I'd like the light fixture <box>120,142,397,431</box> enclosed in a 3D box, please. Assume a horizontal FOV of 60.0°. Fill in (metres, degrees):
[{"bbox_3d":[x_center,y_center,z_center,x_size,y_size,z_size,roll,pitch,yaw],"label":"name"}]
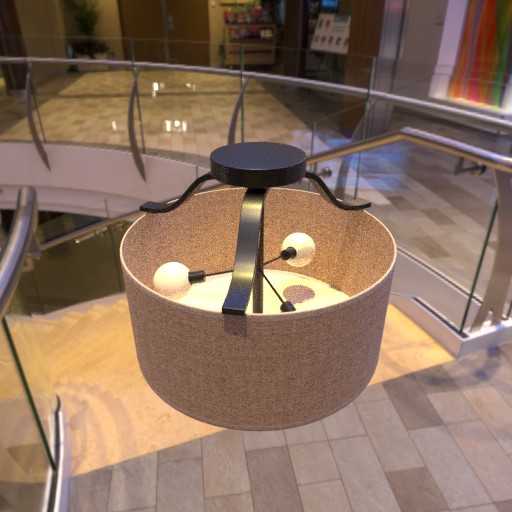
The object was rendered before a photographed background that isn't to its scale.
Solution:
[{"bbox_3d":[0.000,0.000,0.652,0.390,0.306,0.390,0,29,0],"label":"light fixture"}]
